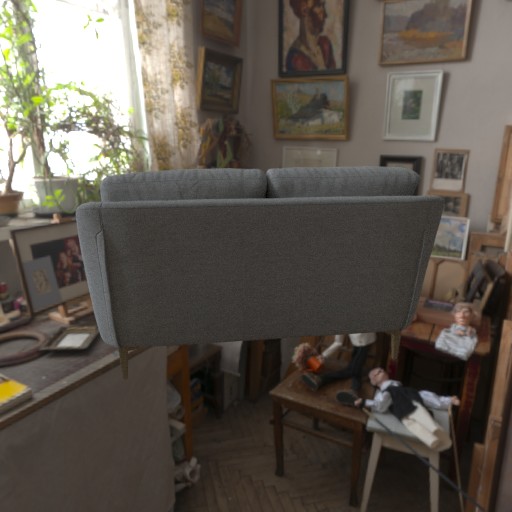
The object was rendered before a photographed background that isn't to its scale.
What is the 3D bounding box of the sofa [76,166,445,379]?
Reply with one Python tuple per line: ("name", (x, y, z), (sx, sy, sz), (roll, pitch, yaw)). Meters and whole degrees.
("sofa", (0.000, 0.000, 2.213), (1.619, 0.904, 0.960), (-2, 15, -8))
